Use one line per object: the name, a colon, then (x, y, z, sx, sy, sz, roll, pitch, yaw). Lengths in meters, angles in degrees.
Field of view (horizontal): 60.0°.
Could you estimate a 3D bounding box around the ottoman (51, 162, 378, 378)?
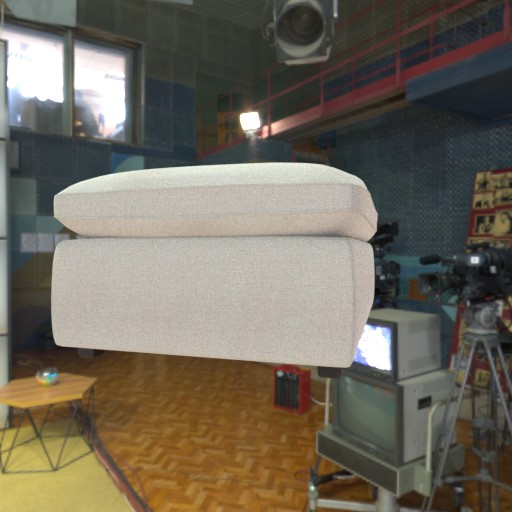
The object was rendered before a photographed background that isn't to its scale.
ottoman: (0.000, 0.000, 1.328, 0.686, 0.453, 0.984, 0, 1, 17)
